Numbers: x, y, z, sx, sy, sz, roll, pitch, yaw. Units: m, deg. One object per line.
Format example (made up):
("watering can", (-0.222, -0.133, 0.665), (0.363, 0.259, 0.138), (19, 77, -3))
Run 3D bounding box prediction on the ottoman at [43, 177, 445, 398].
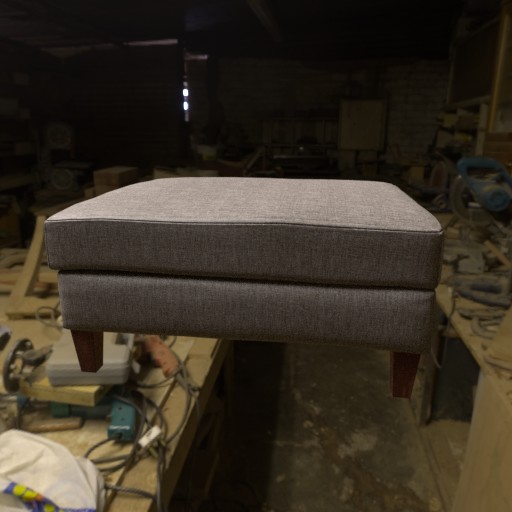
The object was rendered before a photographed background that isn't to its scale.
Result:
("ottoman", (0.000, 0.000, 1.482), (0.994, 0.492, 0.839), (2, 17, 8))
